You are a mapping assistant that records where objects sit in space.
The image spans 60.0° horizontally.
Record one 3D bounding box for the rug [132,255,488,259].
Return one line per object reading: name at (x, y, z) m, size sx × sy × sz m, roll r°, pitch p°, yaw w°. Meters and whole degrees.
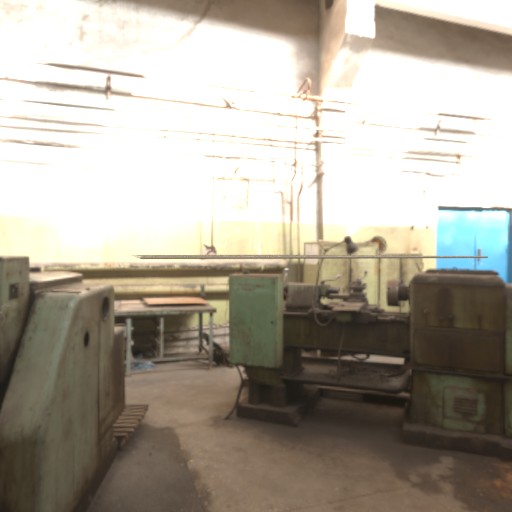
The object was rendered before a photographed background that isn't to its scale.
rug at (0.000, 0.000, 2.864) m, size 1.522 × 0.008 × 2.284 m, roll 0°, pitch 0°, yaw -17°
